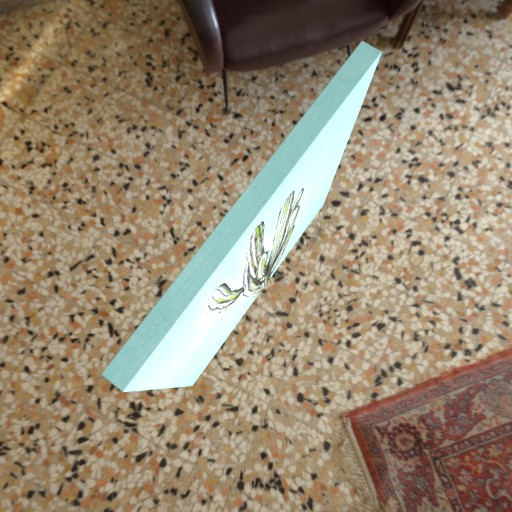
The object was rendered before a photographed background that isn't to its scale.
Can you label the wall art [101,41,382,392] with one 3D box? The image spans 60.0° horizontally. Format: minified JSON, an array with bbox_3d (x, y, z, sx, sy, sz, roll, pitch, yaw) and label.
[{"bbox_3d":[0.000,0.000,0.894,0.036,0.603,0.603,35,77,9],"label":"wall art"}]
